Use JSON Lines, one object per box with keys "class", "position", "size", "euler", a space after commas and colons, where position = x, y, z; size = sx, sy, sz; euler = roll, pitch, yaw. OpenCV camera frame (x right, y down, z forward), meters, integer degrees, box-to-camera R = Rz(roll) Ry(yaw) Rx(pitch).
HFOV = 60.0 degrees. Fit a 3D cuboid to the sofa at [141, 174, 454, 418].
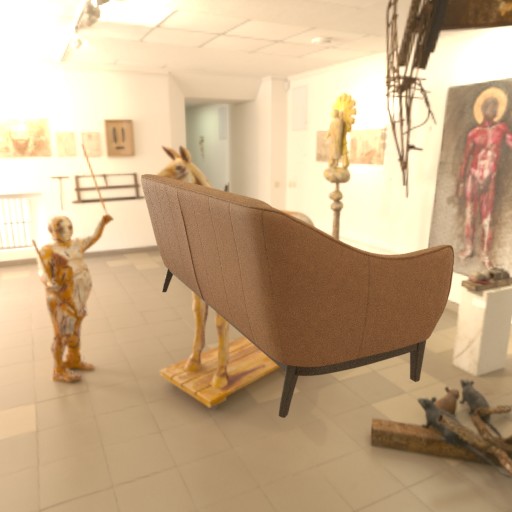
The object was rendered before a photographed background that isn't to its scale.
{"class": "sofa", "position": [0.000, 0.000, 2.455], "size": [0.869, 0.830, 1.928], "euler": [-7, 16, -26]}
